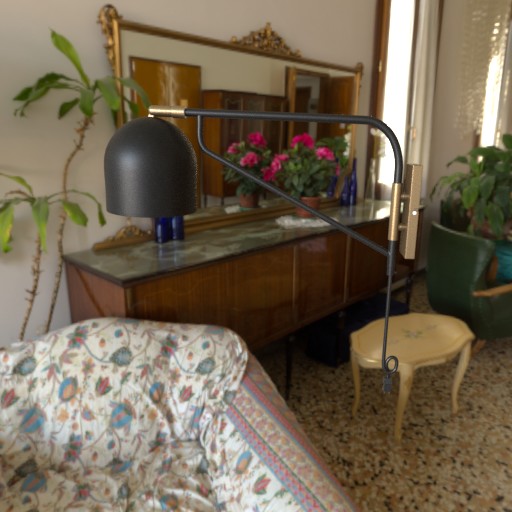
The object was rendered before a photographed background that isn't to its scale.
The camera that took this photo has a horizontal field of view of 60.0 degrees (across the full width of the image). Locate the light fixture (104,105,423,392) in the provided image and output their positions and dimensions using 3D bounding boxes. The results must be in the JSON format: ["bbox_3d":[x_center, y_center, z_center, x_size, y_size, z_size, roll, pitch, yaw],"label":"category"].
[{"bbox_3d":[0.000,0.000,1.071,0.720,0.696,0.215,2,15,8],"label":"light fixture"}]
